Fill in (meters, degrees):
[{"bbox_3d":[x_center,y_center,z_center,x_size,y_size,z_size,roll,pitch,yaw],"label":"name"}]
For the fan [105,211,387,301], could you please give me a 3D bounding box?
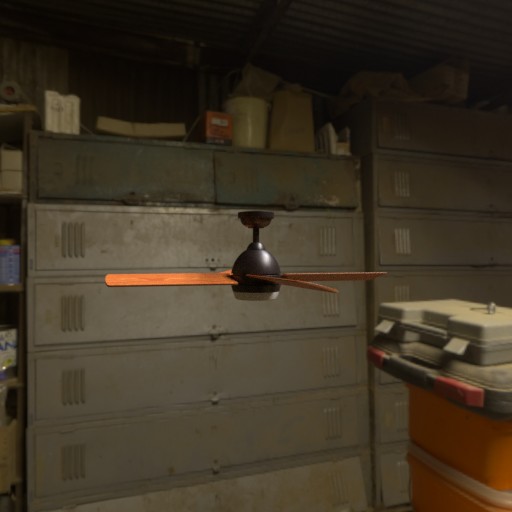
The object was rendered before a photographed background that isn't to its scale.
[{"bbox_3d":[0.000,0.000,2.067,1.332,0.403,1.332,0,0,-18],"label":"fan"}]
